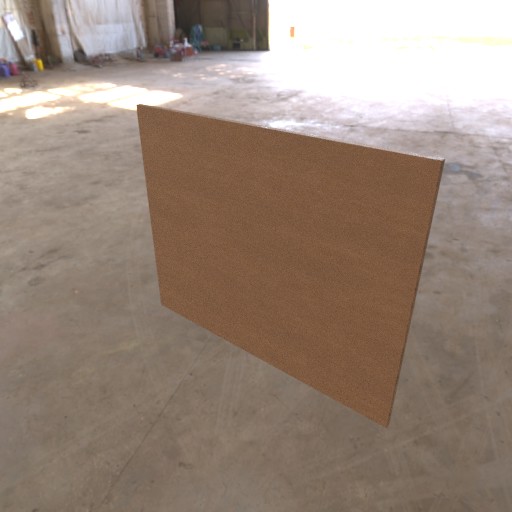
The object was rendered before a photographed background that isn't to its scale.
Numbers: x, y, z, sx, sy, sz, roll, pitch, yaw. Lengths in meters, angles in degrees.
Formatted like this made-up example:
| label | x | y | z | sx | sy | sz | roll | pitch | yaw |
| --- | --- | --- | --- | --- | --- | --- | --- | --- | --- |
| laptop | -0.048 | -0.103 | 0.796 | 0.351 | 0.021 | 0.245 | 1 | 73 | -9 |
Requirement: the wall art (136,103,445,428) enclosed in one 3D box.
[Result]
| label | x | y | z | sx | sy | sz | roll | pitch | yaw |
| --- | --- | --- | --- | --- | --- | --- | --- | --- | --- |
| wall art | 0.000 | 0.000 | 0.705 | 0.508 | 0.408 | 0.010 | 21 | 35 | 33 |
